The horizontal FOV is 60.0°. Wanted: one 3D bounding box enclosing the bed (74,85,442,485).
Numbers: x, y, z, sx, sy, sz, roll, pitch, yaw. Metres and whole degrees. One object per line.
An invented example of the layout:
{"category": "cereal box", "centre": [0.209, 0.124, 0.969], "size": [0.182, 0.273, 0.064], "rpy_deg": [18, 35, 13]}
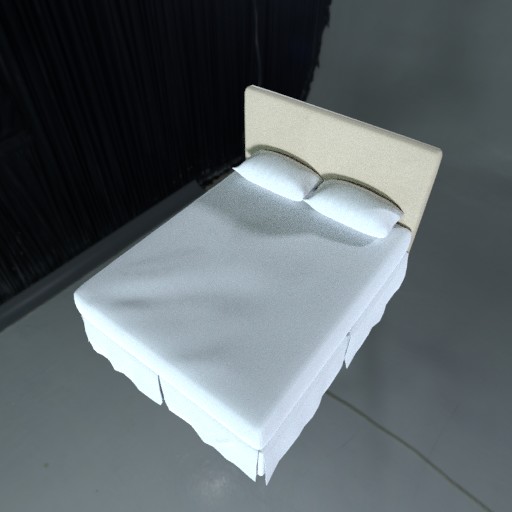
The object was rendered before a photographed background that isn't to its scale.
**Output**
{"category": "bed", "centre": [0.000, 0.000, 3.185], "size": [1.723, 1.330, 2.142], "rpy_deg": [28, 52, 25]}
